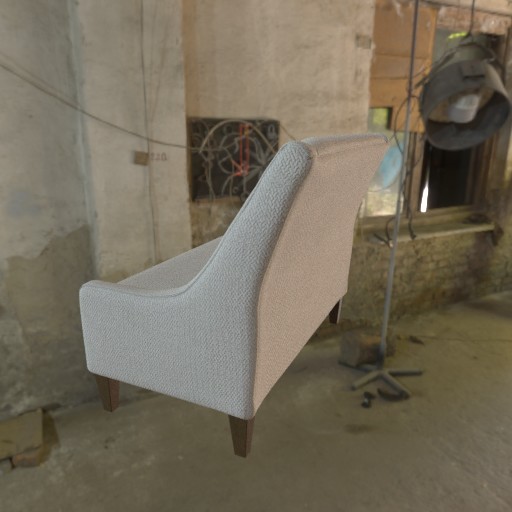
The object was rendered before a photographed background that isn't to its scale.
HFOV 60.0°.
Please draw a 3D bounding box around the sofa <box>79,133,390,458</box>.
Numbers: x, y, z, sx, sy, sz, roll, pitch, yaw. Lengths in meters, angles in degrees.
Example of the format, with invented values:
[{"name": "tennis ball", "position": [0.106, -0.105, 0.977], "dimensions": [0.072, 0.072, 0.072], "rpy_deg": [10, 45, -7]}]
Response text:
[{"name": "sofa", "position": [0.000, 0.000, 1.921], "dimensions": [0.870, 1.022, 1.242], "rpy_deg": [8, 18, 24]}]
